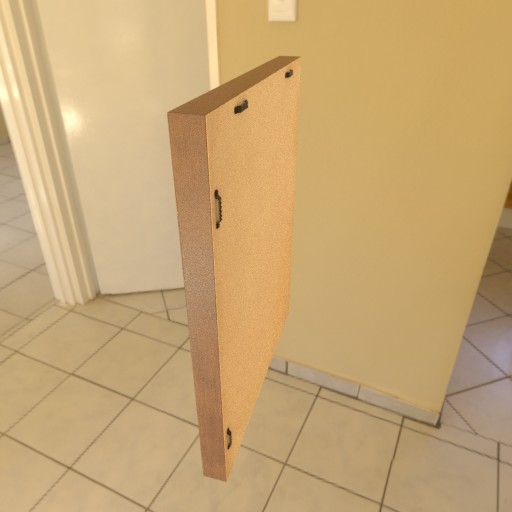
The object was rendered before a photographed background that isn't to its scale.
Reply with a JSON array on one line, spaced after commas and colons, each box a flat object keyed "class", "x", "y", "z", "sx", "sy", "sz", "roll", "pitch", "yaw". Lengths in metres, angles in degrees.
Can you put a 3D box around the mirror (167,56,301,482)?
[{"class": "mirror", "x": 0.000, "y": 0.000, "z": 0.668, "sx": 0.041, "sy": 0.509, "sz": 0.406, "roll": 8, "pitch": 32, "yaw": 14}]
